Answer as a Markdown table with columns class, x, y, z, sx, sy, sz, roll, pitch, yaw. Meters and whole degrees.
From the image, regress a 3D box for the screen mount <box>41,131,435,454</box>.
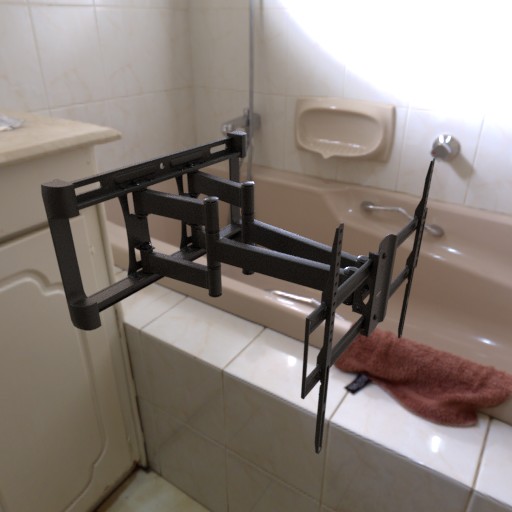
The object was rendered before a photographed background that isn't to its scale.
| class | x | y | z | sx | sy | sz | roll | pitch | yaw |
| --- | --- | --- | --- | --- | --- | --- | --- | --- | --- |
| screen mount | 0.000 | 0.000 | 0.939 | 0.556 | 0.424 | 0.571 | 19 | 33 | 32 |
